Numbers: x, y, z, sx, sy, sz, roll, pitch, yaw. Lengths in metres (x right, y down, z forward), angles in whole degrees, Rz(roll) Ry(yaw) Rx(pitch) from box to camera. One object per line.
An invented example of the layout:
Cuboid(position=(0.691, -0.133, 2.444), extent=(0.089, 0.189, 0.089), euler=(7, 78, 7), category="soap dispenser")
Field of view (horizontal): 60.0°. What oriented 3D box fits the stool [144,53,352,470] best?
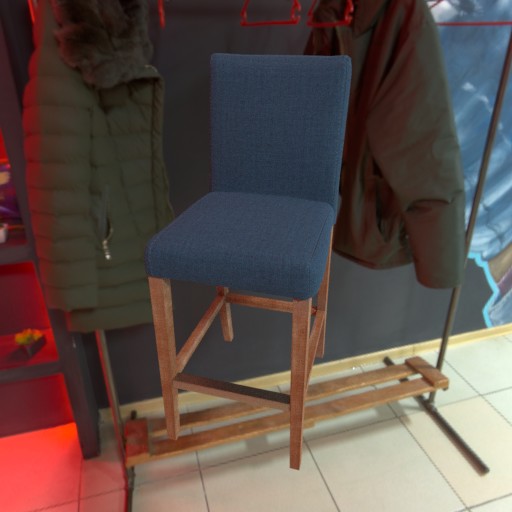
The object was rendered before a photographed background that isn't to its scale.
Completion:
Cuboid(position=(0.000, 0.000, 1.337), extent=(0.454, 1.088, 0.574), euler=(7, 28, 14), category="stool")
